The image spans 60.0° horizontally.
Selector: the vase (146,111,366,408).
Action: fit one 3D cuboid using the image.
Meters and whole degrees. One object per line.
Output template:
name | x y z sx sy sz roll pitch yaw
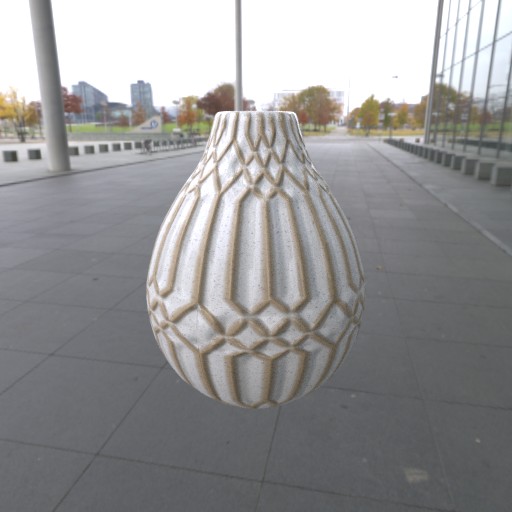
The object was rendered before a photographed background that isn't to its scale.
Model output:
vase | 0.000 0.000 0.324 0.159 0.200 0.159 0 16 0
